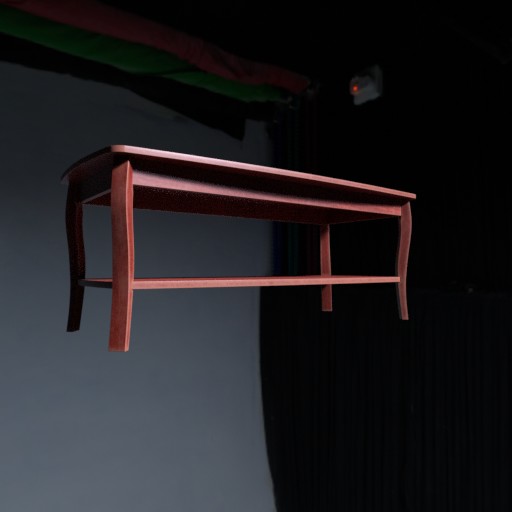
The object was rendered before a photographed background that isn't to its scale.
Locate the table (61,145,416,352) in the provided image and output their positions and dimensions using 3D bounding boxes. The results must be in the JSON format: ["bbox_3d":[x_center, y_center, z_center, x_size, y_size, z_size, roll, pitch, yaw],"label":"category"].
[{"bbox_3d":[0.000,0.000,1.540,1.216,0.473,0.561,1,-2,-36],"label":"table"}]
